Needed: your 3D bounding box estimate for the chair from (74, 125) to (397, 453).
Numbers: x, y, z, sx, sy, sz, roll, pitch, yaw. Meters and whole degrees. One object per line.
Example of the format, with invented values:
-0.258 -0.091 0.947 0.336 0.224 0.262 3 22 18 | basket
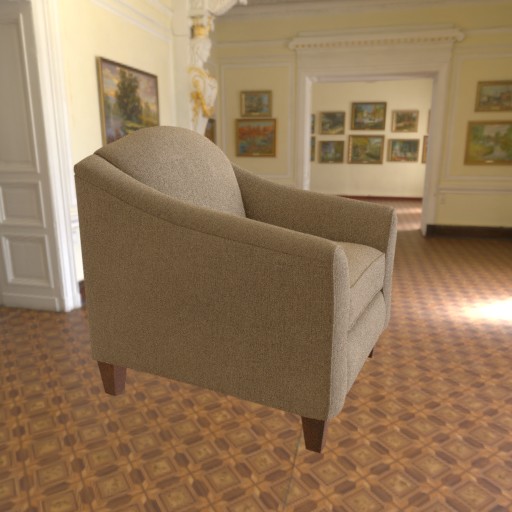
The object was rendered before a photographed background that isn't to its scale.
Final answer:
0.000 0.000 1.460 0.787 0.839 0.763 7 15 26 | chair
